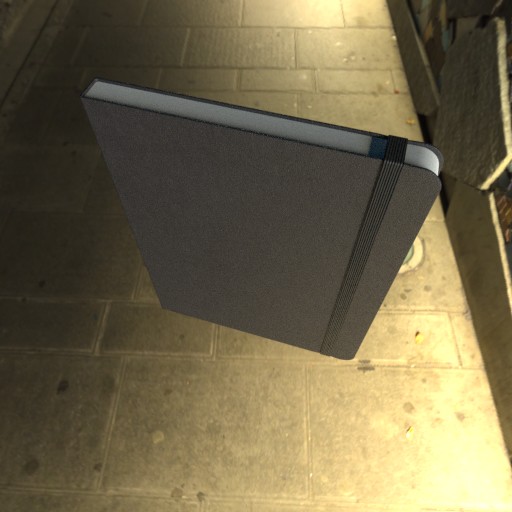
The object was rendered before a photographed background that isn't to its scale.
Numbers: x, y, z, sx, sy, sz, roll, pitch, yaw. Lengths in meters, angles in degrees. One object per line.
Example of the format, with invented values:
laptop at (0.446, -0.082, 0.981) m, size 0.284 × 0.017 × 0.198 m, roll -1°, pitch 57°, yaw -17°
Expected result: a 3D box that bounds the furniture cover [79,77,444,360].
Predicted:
furniture cover at (0.000, 0.000, 0.370) m, size 0.216 × 0.281 × 0.023 m, roll 14°, pitch 58°, yaw 9°
